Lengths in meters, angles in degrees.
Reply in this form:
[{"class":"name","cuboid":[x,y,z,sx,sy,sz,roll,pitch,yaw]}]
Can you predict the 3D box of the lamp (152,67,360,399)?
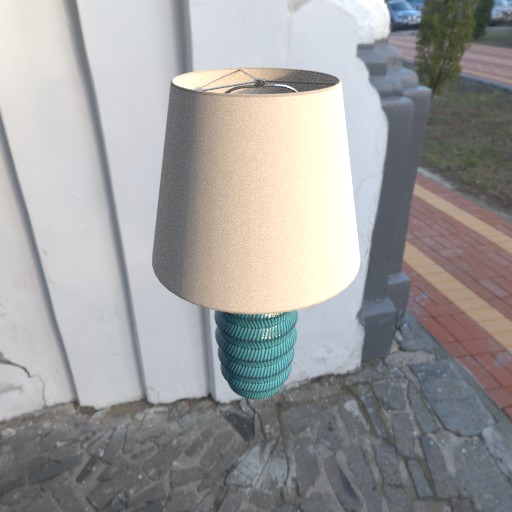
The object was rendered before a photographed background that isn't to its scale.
[{"class":"lamp","cuboid":[0.000,0.000,0.775,0.355,0.582,0.355,0,30,0]}]
